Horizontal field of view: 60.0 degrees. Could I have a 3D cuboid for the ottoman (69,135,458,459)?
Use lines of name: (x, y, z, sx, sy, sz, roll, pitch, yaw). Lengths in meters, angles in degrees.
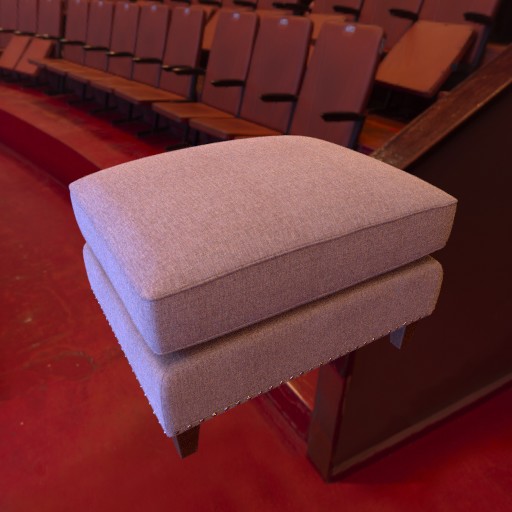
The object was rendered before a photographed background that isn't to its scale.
ottoman: (0.000, 0.000, 1.123, 0.741, 0.513, 0.584, -17, 35, -27)
